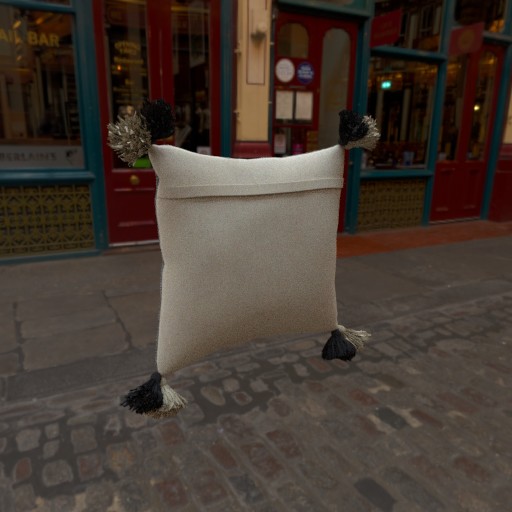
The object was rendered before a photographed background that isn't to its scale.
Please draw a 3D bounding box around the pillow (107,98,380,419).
[{"bbox_3d":[0.000,0.000,1.003,0.654,0.659,0.170,-7,16,-27],"label":"pillow"}]
